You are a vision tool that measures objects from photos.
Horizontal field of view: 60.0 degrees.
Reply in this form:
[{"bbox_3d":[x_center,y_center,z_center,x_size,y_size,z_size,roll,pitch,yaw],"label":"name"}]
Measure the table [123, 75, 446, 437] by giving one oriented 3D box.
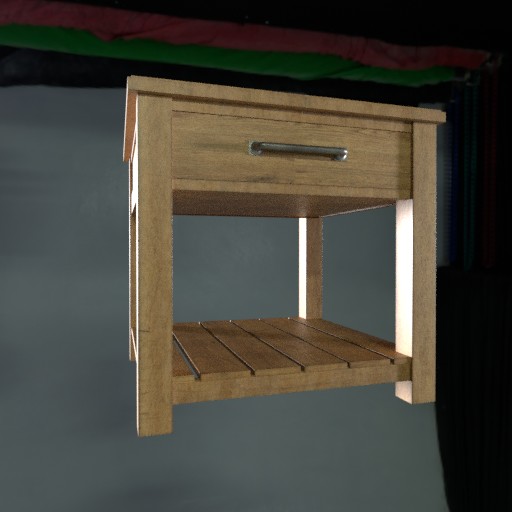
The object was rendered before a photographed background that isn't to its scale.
[{"bbox_3d":[0.000,0.000,1.089,0.616,0.593,0.612,0,1,-17],"label":"table"}]
